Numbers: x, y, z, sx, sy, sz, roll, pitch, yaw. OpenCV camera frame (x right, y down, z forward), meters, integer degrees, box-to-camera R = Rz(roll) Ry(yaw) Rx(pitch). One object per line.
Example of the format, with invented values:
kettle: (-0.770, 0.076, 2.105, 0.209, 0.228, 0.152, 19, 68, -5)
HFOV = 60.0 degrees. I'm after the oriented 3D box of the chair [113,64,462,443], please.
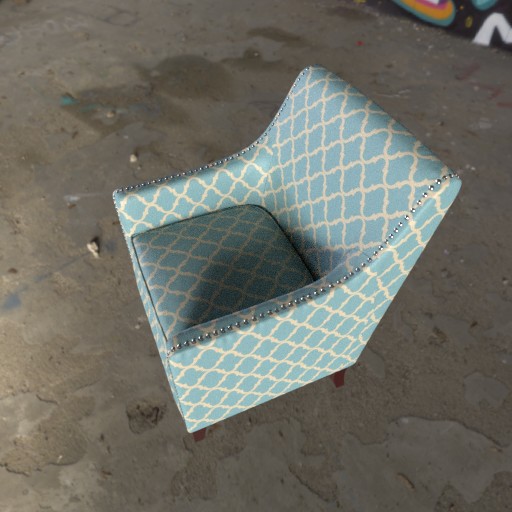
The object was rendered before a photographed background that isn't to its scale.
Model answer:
chair: (0.000, 0.000, 1.302, 0.686, 0.817, 0.617, -18, 50, -16)
